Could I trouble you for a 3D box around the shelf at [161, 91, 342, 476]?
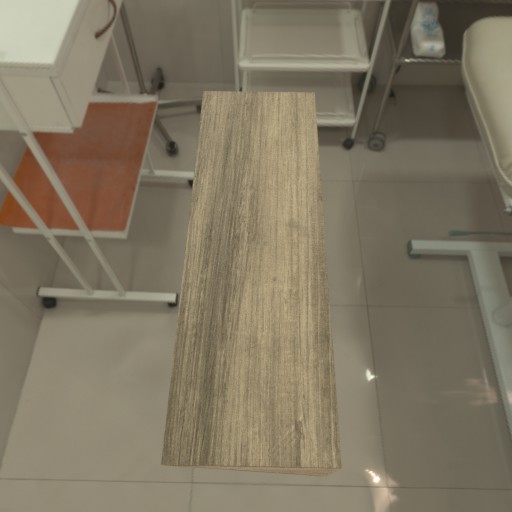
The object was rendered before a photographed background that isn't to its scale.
[{"bbox_3d":[0.000,0.000,0.696,0.200,0.125,0.610,1,60,1],"label":"shelf"}]
